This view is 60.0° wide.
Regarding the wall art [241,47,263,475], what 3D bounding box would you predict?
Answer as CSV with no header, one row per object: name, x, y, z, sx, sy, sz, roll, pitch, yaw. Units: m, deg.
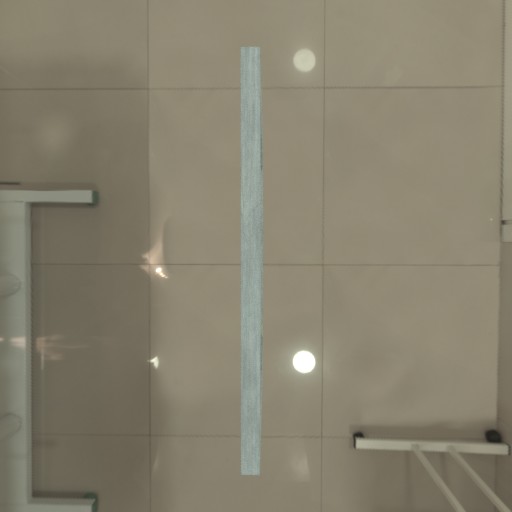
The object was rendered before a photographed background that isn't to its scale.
wall art,0.000,0.000,0.786,0.022,0.582,0.479,0,92,1
